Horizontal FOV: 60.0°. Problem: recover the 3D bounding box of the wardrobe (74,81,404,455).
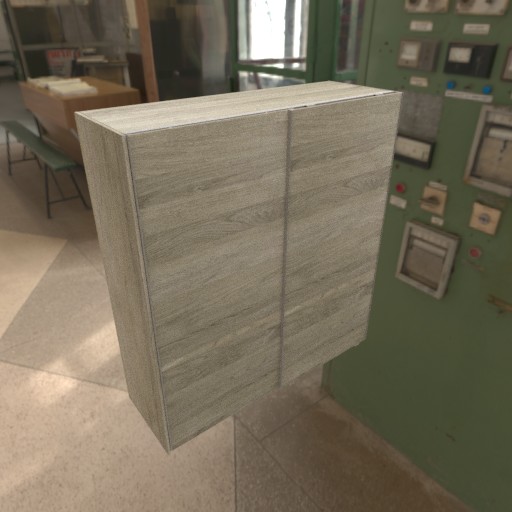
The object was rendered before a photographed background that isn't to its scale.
[{"bbox_3d":[0.000,0.000,2.912,1.780,1.960,0.629,-20,35,-32],"label":"wardrobe"}]
